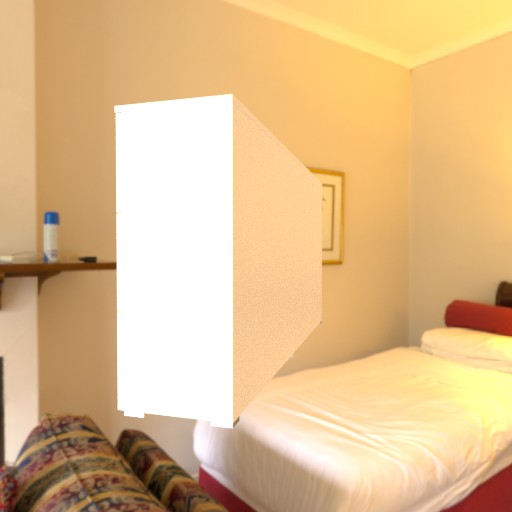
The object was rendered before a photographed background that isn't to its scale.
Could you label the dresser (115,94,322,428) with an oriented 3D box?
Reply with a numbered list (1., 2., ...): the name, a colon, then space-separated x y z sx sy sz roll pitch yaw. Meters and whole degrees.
1. dresser: 0.000 0.000 1.828 0.333 0.790 1.535 0 1 16
